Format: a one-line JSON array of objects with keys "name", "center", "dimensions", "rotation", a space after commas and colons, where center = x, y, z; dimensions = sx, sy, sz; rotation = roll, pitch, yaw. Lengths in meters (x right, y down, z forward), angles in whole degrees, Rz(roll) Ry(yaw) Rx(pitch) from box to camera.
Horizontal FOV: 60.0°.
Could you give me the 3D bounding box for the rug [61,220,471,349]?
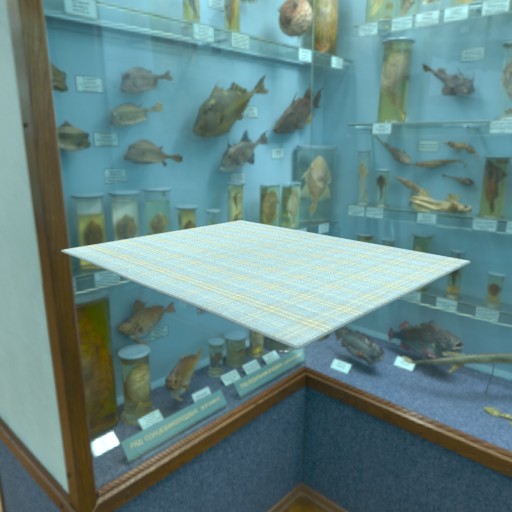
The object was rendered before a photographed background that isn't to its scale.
[{"name": "rug", "center": [0.000, 0.000, 4.220], "dimensions": [3.066, 0.030, 2.462], "rotation": [14, 20, 43]}]
